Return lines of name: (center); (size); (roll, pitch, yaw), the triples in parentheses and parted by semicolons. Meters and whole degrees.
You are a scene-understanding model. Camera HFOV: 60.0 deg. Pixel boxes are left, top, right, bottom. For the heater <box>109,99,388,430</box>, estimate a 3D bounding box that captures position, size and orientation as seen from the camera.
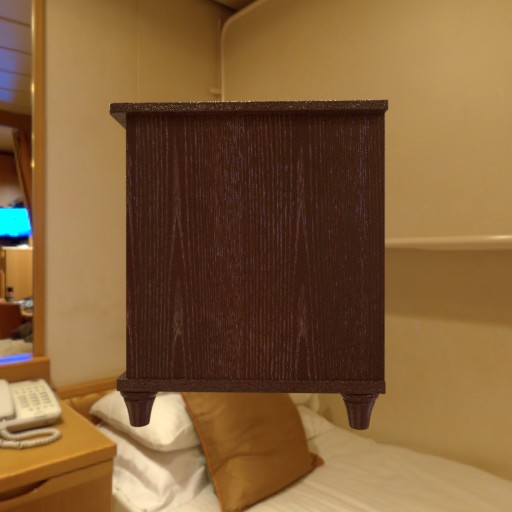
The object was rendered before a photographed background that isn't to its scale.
heater: (0.000, 0.000, 0.767); (0.400, 0.481, 0.362); (0, 0, 2)
